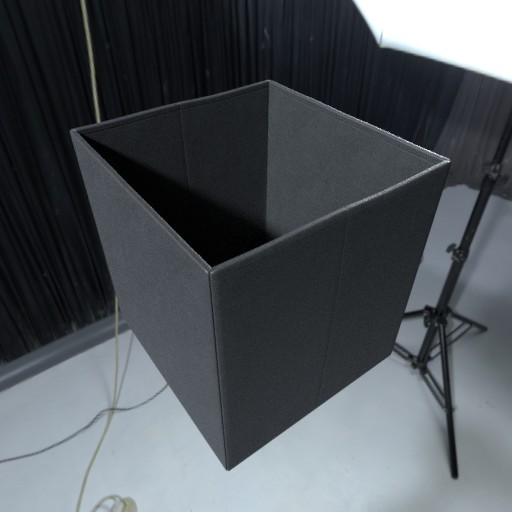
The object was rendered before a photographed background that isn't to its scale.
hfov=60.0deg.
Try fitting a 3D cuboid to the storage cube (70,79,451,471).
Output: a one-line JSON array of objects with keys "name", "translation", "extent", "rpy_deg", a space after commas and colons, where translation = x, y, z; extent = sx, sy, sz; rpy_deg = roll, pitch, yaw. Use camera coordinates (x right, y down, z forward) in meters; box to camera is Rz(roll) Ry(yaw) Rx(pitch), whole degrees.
[{"name": "storage cube", "translation": [0.000, 0.000, 0.507], "extent": [0.270, 0.280, 0.270], "rpy_deg": [-25, 46, -27]}]
